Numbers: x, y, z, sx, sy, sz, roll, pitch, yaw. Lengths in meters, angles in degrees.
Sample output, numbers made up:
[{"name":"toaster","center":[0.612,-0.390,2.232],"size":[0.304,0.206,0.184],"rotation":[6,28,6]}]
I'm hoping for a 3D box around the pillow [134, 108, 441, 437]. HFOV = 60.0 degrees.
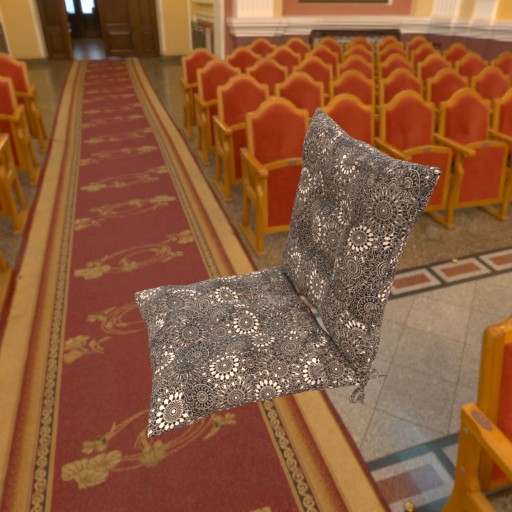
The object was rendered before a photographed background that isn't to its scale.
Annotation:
[{"name":"pillow","center":[0.000,0.000,1.020],"size":[0.585,0.536,0.541],"rotation":[-9,32,-14]}]
